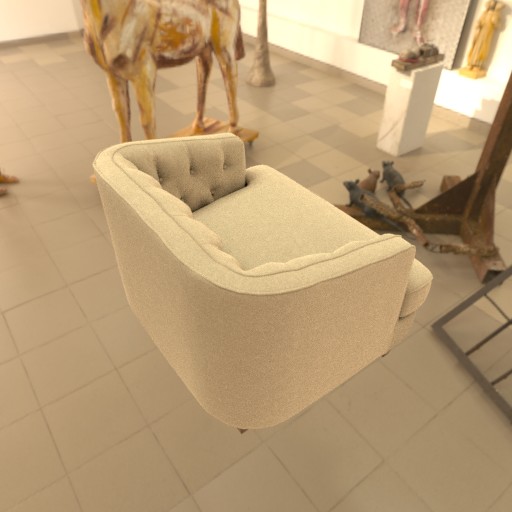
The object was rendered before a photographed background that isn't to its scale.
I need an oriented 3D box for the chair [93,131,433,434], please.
[{"bbox_3d":[0.000,0.000,1.815,0.941,0.852,1.104,-26,47,-27],"label":"chair"}]
